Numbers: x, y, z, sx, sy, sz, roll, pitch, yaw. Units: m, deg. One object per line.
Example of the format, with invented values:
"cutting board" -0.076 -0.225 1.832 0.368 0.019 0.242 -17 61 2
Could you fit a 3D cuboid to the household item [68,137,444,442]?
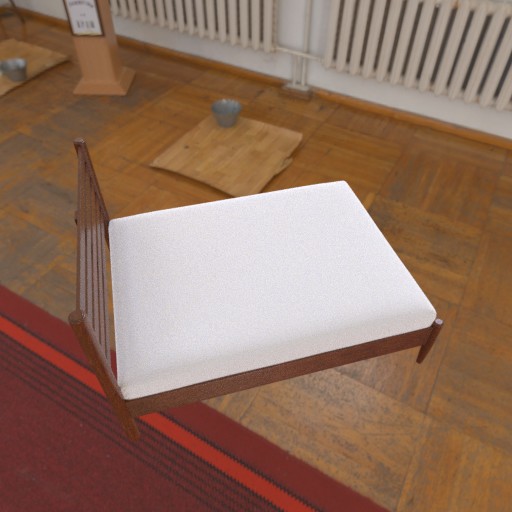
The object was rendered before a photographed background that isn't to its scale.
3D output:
"household item" 0.000 0.000 3.256 2.232 1.356 1.663 -11 47 -11
